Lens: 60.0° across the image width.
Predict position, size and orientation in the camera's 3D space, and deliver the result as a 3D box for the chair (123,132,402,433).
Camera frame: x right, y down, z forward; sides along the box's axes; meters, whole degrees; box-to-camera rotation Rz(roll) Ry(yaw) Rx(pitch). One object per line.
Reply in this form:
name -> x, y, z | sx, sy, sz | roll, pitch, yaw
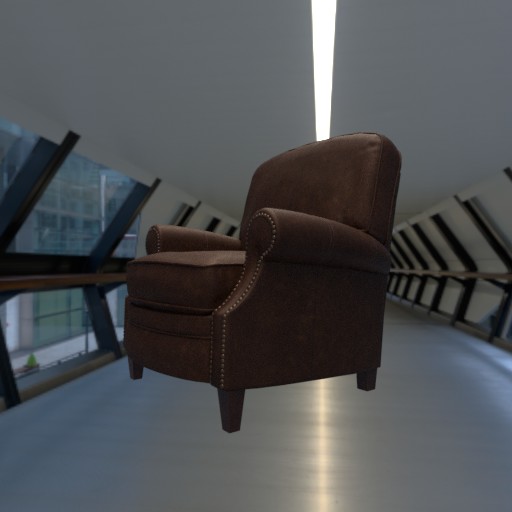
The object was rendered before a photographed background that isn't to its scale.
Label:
chair -> 0.000, 0.000, 1.785 | 0.986, 1.018, 0.936 | 0, -1, -37
